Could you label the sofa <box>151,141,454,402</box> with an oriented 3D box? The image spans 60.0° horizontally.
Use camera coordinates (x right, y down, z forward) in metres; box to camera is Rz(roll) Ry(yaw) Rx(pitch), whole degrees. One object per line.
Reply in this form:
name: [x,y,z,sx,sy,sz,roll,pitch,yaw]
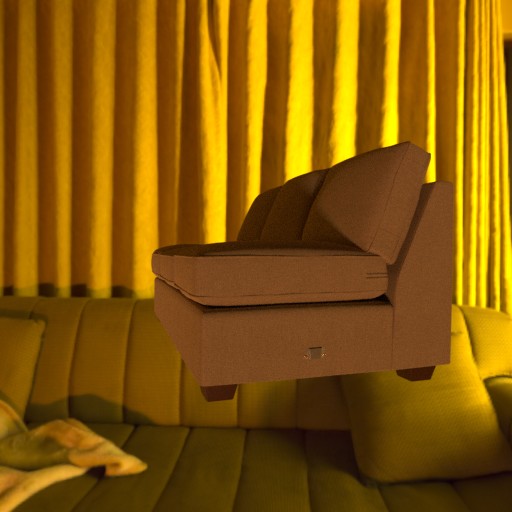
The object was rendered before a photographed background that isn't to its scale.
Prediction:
sofa: [0.000,0.000,2.708,1.127,1.036,2.092,0,1,-17]
